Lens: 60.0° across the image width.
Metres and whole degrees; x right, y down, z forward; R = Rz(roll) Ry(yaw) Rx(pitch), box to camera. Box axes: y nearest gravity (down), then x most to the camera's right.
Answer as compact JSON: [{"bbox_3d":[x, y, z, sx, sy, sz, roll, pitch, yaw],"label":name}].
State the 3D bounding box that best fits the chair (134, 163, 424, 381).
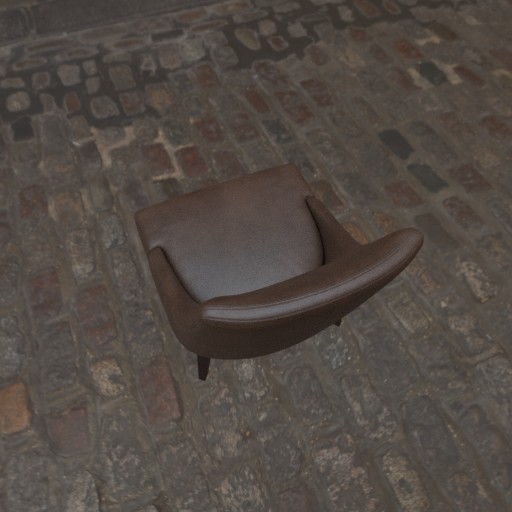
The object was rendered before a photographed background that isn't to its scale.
[{"bbox_3d":[0.000,0.000,1.508,0.701,0.909,0.861,-19,60,-12],"label":"chair"}]
